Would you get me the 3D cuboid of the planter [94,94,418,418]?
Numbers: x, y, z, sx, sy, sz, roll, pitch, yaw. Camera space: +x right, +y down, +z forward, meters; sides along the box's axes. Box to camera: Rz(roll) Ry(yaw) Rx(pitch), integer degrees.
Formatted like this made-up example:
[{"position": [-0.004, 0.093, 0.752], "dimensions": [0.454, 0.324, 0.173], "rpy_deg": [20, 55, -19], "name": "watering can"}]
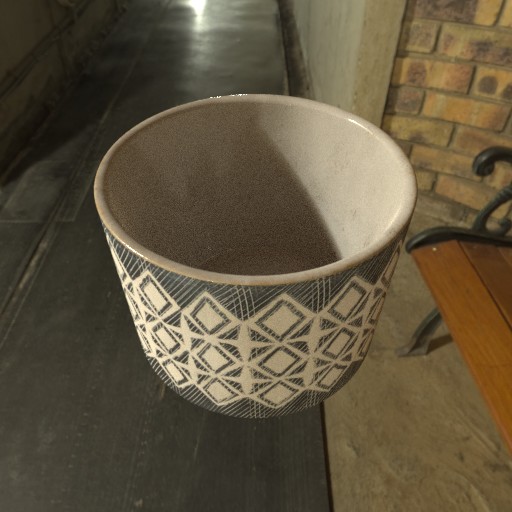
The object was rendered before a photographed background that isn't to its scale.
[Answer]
[{"position": [0.000, 0.000, 0.215], "dimensions": [0.126, 0.104, 0.126], "rpy_deg": [0, 45, 0], "name": "planter"}]
